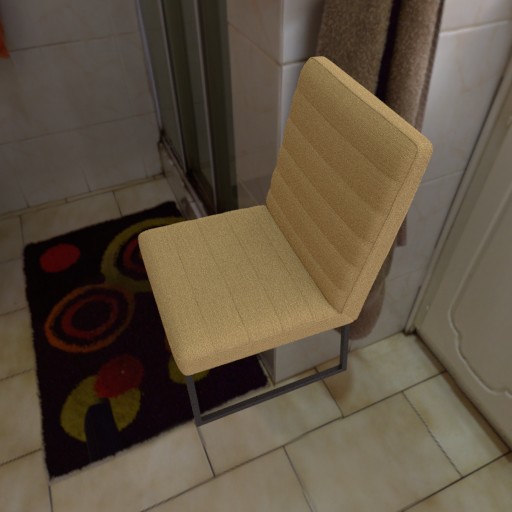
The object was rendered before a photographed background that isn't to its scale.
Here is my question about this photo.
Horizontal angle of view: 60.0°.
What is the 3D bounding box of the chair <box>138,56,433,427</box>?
[{"bbox_3d":[0.000,0.000,1.332,0.634,0.930,0.520,-16,48,-15],"label":"chair"}]
